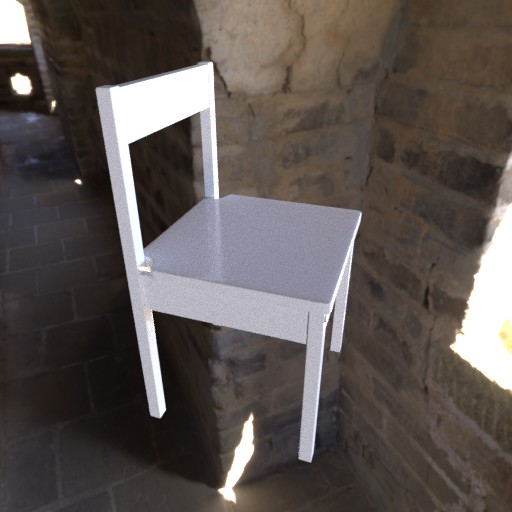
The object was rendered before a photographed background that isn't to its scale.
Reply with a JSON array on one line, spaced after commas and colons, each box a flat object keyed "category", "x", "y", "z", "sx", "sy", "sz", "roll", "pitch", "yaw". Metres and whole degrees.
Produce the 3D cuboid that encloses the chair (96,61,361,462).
[{"category": "chair", "x": 0.000, "y": 0.000, "z": 0.883, "sx": 0.361, "sy": 0.668, "sz": 0.367, "roll": 10, "pitch": 31, "yaw": 16}]
